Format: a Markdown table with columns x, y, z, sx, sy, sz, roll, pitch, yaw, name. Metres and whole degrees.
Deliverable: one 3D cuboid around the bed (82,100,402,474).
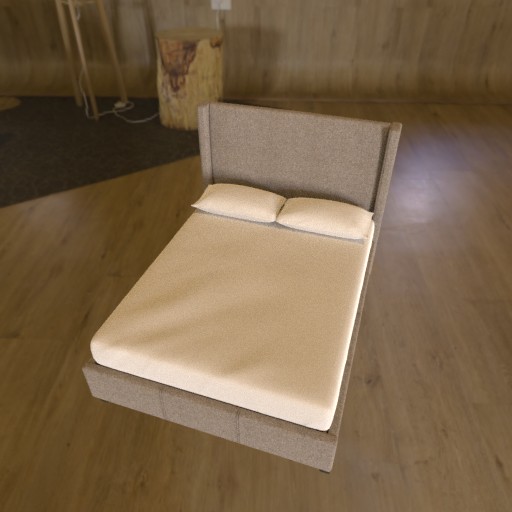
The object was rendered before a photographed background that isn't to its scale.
| x | y | z | sx | sy | sz | roll | pitch | yaw | name |
| --- | --- | --- | --- | --- | --- | --- | --- | --- | --- |
| 0.000 | 0.000 | 3.361 | 1.714 | 1.476 | 2.245 | 12 | 40 | 14 | bed |
